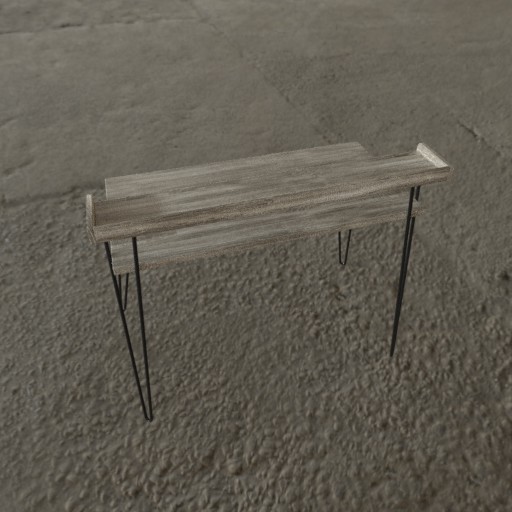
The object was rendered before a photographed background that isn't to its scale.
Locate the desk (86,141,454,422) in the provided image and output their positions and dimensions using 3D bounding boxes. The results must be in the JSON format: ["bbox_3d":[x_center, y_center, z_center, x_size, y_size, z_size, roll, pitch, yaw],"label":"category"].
[{"bbox_3d":[0.000,0.000,1.671,1.135,0.899,0.605,-11,43,-13],"label":"desk"}]
